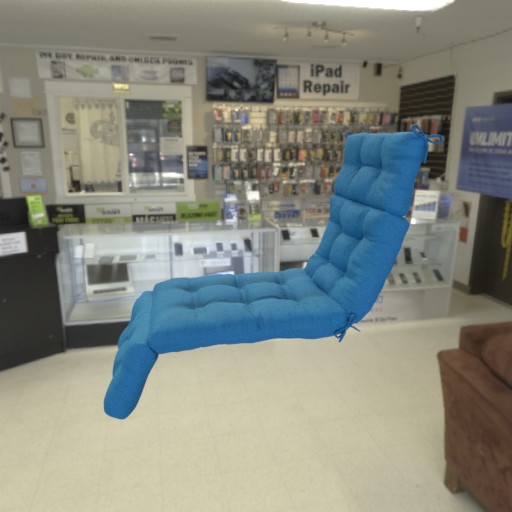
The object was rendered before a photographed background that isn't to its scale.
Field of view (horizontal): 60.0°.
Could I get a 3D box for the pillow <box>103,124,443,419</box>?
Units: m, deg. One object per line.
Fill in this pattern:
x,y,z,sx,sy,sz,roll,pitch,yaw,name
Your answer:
0.000,0.000,1.525,1.016,0.863,0.526,-3,15,-11,pillow
